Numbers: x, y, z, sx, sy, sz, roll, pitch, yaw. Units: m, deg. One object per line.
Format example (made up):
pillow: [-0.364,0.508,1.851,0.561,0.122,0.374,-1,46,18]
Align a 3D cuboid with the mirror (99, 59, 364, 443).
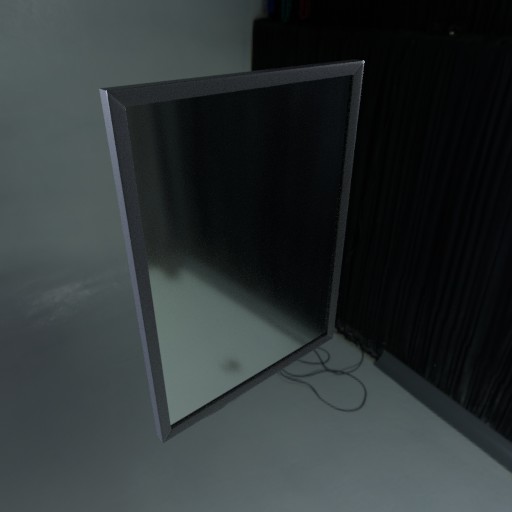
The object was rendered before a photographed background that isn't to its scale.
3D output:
mirror: [0.000,0.000,1.312,0.762,1.016,0.040,-22,37,-33]
